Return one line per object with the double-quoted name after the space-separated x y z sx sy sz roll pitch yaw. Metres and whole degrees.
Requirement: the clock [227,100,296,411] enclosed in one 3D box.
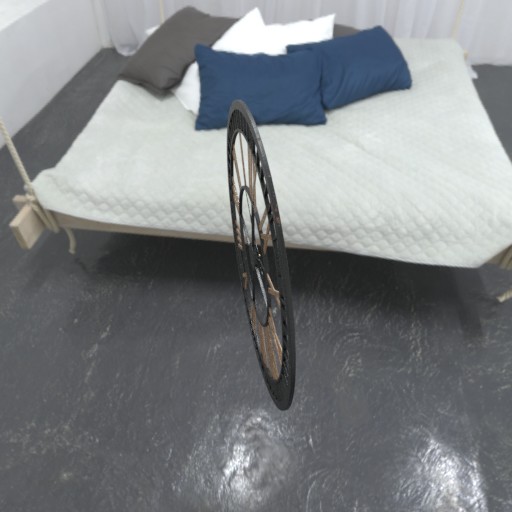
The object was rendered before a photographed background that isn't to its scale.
0.000 0.000 1.261 0.025 0.843 0.843 -9 47 -8 "clock"
